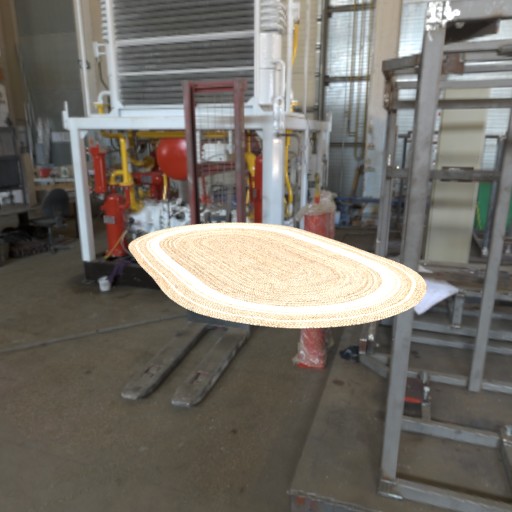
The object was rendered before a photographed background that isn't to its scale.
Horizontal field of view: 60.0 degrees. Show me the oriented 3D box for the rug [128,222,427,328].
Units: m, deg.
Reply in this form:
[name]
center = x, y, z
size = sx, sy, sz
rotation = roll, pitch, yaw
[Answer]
[rug]
center = 0.000, 0.000, 3.044
size = 1.520, 0.006, 2.432
rotation = -8, 17, -26
